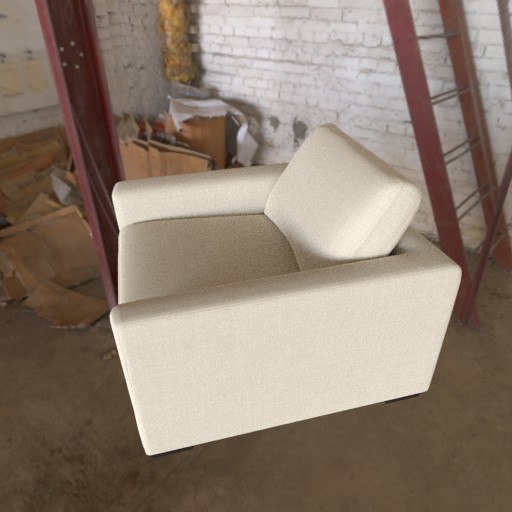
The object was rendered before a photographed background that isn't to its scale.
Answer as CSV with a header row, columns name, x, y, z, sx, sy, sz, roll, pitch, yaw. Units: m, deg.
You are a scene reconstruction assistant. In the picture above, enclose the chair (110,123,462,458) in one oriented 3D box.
name,x,y,z,sx,sy,sz,roll,pitch,yaw
chair,0.000,0.000,1.818,1.100,0.876,1.070,-8,33,-13
